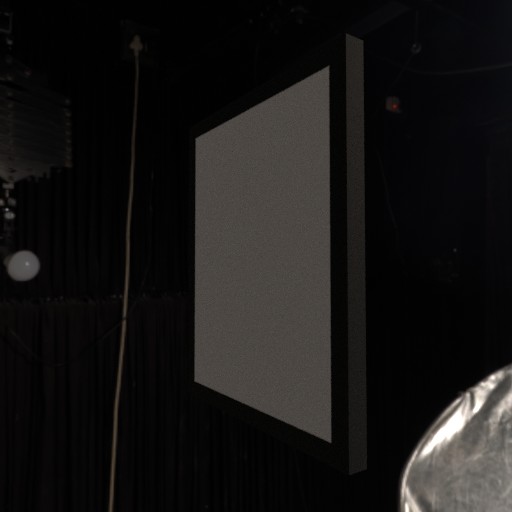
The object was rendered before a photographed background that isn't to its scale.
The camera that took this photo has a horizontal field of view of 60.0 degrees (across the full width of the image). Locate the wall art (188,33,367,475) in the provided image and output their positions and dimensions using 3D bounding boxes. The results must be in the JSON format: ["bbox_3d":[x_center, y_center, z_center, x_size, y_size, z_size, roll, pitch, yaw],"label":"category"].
[{"bbox_3d":[0.000,0.000,0.547,0.024,0.404,0.329,1,-2,-34],"label":"wall art"}]
